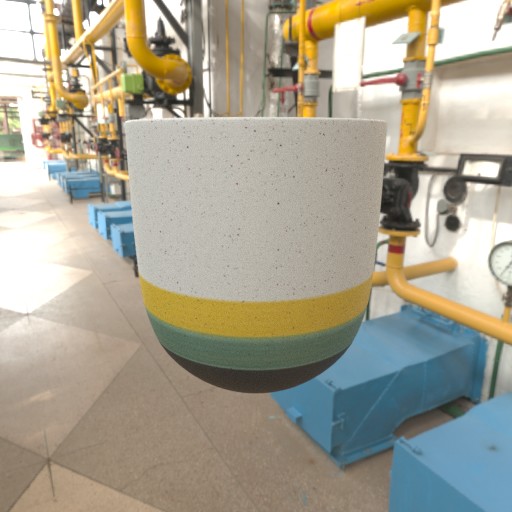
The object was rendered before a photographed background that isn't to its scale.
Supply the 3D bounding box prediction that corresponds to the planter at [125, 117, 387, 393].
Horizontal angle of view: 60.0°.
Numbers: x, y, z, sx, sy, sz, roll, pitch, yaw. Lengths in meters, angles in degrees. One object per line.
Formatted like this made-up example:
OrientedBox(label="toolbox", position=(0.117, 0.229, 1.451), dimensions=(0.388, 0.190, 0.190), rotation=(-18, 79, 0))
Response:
OrientedBox(label="planter", position=(0.000, 0.000, 0.370), dimensions=(0.195, 0.214, 0.195), rotation=(0, 15, 0))
